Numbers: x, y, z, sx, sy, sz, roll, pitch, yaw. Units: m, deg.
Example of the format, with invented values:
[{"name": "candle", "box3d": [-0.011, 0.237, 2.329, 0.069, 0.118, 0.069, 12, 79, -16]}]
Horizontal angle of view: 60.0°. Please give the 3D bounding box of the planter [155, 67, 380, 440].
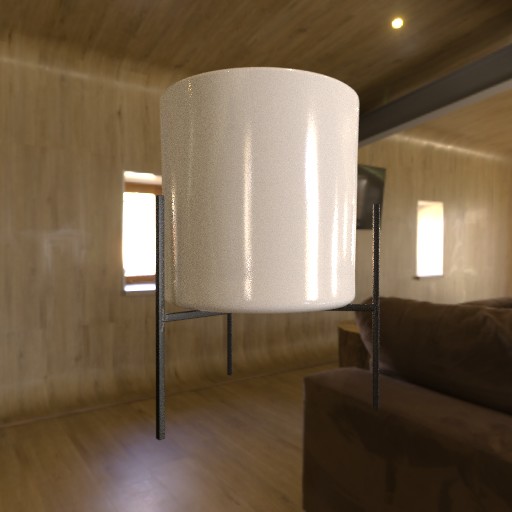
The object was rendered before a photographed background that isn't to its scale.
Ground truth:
[{"name": "planter", "box3d": [0.000, 0.000, 0.652, 0.307, 0.431, 0.308, 0, 1, -19]}]
